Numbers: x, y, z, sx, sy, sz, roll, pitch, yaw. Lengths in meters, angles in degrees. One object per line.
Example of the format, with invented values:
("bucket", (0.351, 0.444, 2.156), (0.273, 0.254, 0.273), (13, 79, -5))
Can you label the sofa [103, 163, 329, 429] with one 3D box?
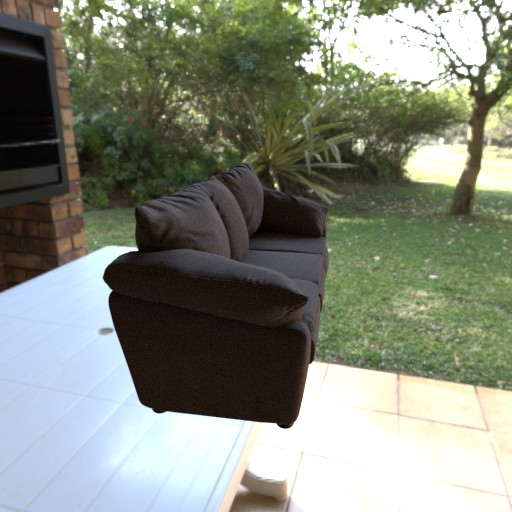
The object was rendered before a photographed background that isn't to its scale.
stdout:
("sofa", (0.000, 0.000, 2.898), (0.927, 1.043, 2.390), (3, 17, 10))
